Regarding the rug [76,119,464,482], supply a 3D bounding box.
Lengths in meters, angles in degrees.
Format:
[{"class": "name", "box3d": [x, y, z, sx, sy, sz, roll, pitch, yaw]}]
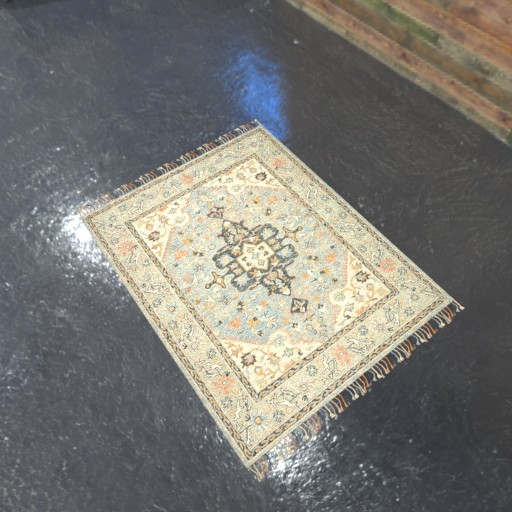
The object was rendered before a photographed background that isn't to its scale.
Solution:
[{"class": "rug", "box3d": [0.000, 0.000, 2.338, 1.278, 0.009, 1.730, -32, 63, -19]}]
